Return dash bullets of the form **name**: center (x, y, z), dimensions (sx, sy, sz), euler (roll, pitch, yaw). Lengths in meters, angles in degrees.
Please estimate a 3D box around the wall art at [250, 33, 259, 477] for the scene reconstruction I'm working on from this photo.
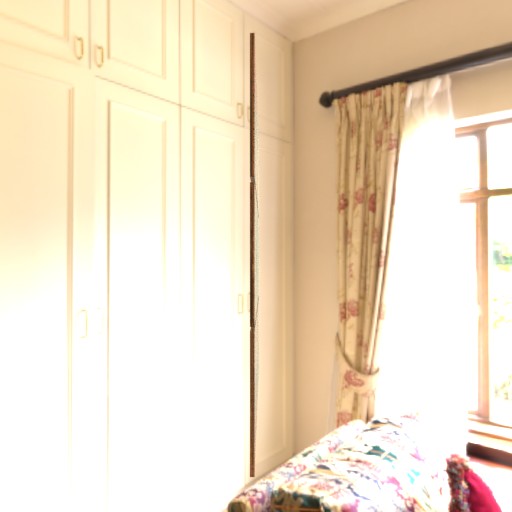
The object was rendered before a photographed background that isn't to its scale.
- **wall art**: center (0.000, 0.000, 1.817), dimensions (0.013, 1.213, 1.215), euler (0, -1, 1)
